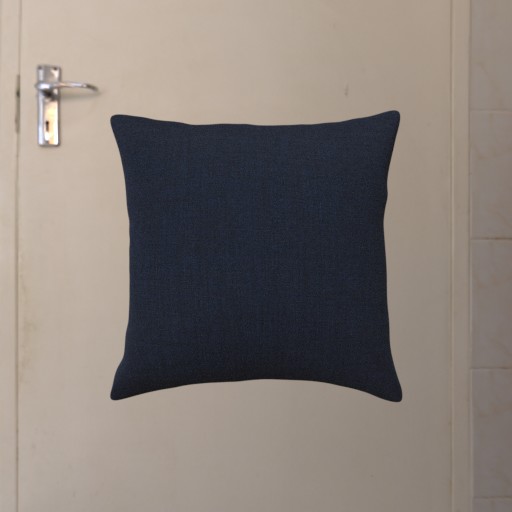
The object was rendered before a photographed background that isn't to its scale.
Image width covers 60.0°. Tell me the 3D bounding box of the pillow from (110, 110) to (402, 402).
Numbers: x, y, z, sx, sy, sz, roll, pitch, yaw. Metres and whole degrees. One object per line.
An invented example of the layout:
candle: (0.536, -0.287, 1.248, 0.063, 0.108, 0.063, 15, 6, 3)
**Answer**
pillow: (0.000, 0.000, 0.653, 0.431, 0.431, 0.141, 0, 0, 0)
